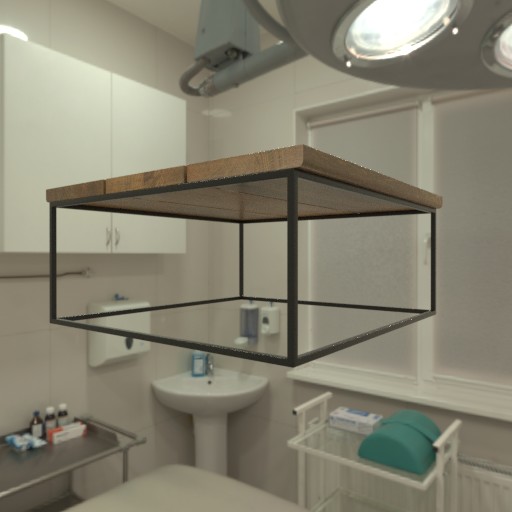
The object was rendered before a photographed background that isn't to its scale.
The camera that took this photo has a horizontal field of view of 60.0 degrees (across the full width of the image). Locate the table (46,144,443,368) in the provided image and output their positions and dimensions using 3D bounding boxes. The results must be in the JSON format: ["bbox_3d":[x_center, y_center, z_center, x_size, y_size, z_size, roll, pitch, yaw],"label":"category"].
[{"bbox_3d":[0.000,0.000,1.415,0.900,0.400,0.900,0,0,37],"label":"table"}]
